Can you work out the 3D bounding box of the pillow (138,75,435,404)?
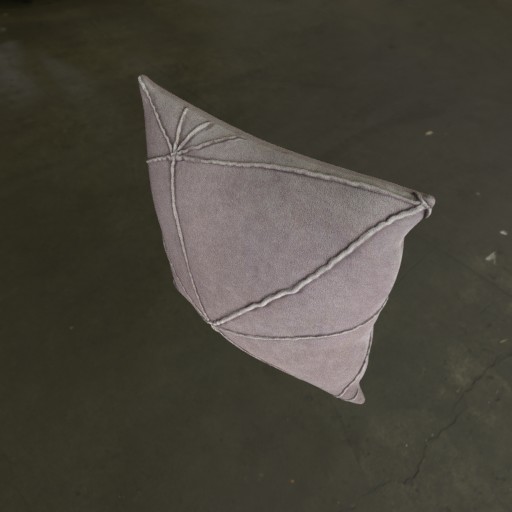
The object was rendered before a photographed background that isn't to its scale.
[{"bbox_3d":[0.000,0.000,0.669,0.439,0.440,0.185,30,52,26],"label":"pillow"}]
